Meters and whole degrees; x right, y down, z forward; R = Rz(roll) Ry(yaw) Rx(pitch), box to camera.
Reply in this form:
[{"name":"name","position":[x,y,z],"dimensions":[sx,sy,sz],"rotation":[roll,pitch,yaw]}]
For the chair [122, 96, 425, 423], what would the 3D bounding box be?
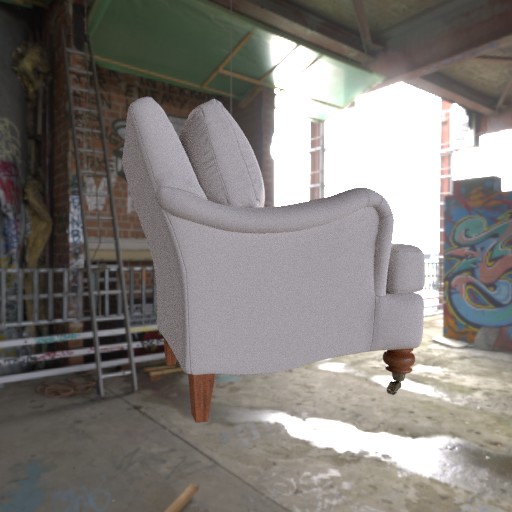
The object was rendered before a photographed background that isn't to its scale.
[{"name":"chair","position":[0.000,0.000,1.879],"dimensions":[1.070,1.038,0.955],"rotation":[0,0,-18]}]
